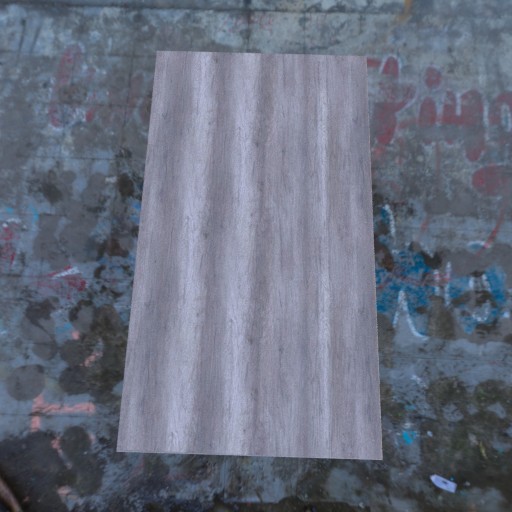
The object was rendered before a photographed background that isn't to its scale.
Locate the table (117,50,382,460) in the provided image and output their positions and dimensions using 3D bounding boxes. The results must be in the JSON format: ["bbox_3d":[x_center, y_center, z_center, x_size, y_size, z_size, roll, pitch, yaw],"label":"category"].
[{"bbox_3d":[0.000,0.000,2.077,0.900,0.775,1.600,2,75,0],"label":"table"}]
